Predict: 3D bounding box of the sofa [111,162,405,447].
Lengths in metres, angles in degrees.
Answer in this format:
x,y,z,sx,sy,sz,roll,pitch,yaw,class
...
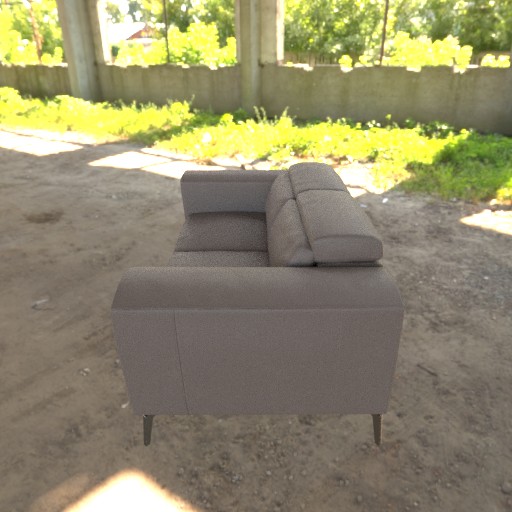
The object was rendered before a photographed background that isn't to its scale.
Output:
x,y,z,sx,sy,sz,roll,pitch,yaw,class
0.000,0.000,2.398,1.003,0.779,1.895,0,25,0,sofa
